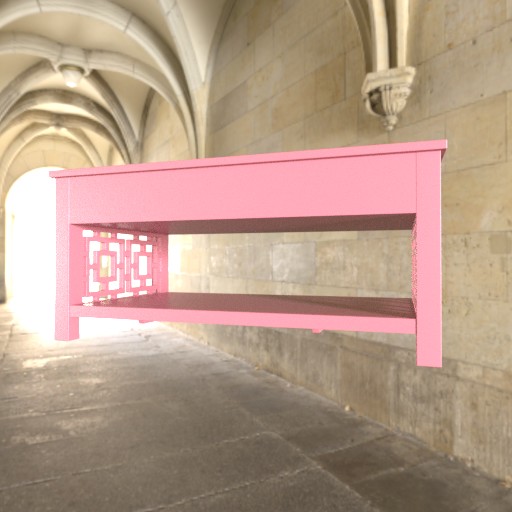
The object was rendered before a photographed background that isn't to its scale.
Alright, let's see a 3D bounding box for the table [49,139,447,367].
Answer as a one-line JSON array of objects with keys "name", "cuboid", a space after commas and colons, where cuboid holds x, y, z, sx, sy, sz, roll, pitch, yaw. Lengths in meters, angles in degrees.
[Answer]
[{"name": "table", "cuboid": [0.000, 0.000, 1.408, 1.068, 0.493, 0.612, 0, -1, 18]}]
